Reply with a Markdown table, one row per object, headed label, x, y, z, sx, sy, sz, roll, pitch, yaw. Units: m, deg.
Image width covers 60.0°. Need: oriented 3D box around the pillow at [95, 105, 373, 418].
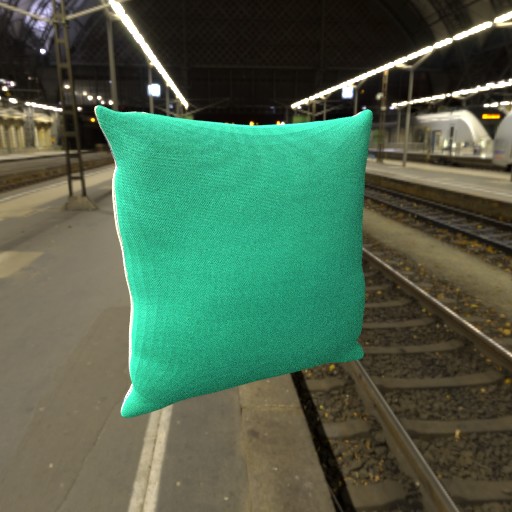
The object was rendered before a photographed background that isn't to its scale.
| label | x | y | z | sx | sy | sz | roll | pitch | yaw |
| --- | --- | --- | --- | --- | --- | --- | --- | --- | --- |
| pillow | 0.000 | 0.000 | 0.684 | 0.440 | 0.441 | 0.182 | -7 | 16 | -26 |
